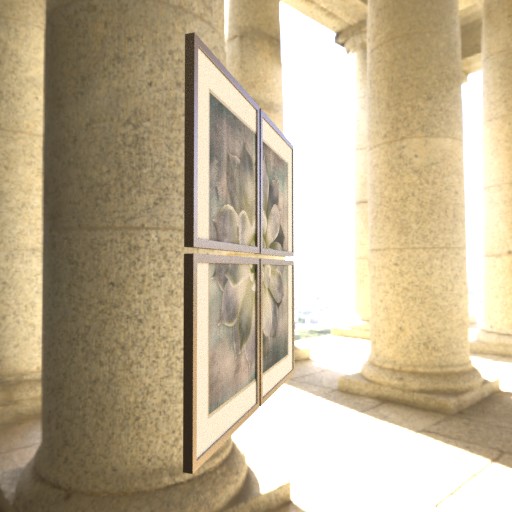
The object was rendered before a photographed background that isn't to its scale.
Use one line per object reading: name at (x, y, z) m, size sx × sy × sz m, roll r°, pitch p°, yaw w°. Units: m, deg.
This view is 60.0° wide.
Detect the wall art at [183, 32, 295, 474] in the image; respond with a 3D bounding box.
wall art at (0.000, 0.000, 1.528) m, size 0.030 × 1.032 × 1.032 m, roll 0°, pitch -2°, yaw 18°
